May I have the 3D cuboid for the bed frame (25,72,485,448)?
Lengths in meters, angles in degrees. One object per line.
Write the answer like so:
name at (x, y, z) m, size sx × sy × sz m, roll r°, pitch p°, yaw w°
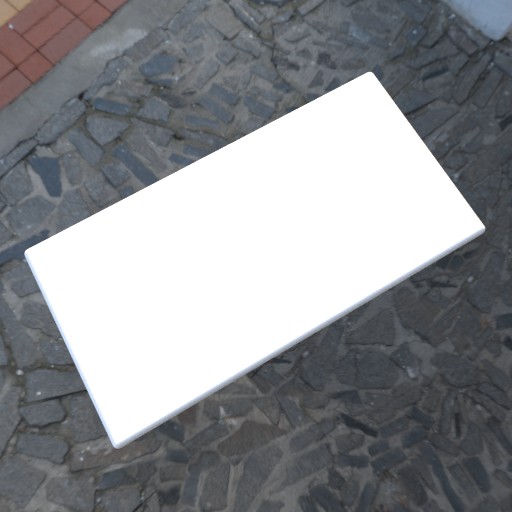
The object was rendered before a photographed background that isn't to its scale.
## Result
bed frame at (0.000, 0.000, 2.392) m, size 1.950 × 0.659 × 1.023 m, roll -29°, pitch 78°, yaw -7°
